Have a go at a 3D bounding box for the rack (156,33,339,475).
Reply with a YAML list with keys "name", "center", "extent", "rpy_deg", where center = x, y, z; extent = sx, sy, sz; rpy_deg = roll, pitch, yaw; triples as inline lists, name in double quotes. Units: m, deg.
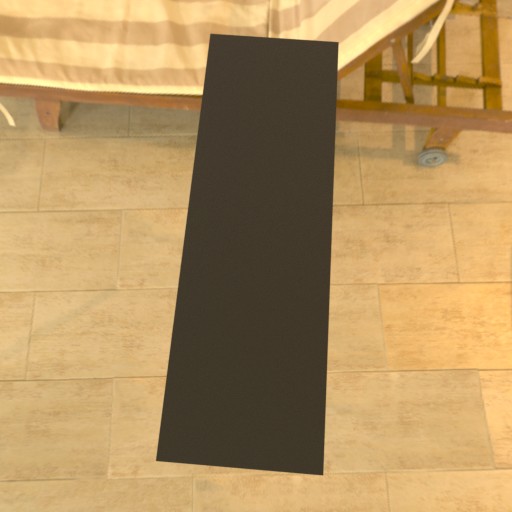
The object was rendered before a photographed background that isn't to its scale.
- name: "rack"
  center: [0.000, 0.000, 1.468]
  extent: [0.399, 0.635, 1.206]
  rpy_deg: [4, 75, 1]
